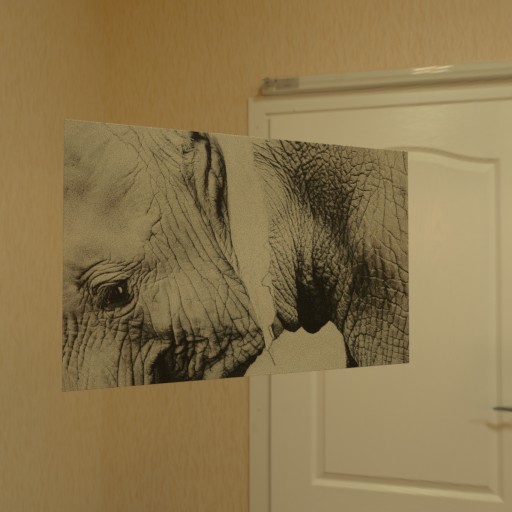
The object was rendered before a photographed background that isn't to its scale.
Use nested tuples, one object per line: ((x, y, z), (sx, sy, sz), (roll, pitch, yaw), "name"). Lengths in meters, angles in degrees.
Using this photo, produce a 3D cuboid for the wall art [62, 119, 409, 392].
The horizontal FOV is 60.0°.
((0.000, 0.000, 1.426), (1.141, 0.758, 0.035), (0, -1, -18), "wall art")
